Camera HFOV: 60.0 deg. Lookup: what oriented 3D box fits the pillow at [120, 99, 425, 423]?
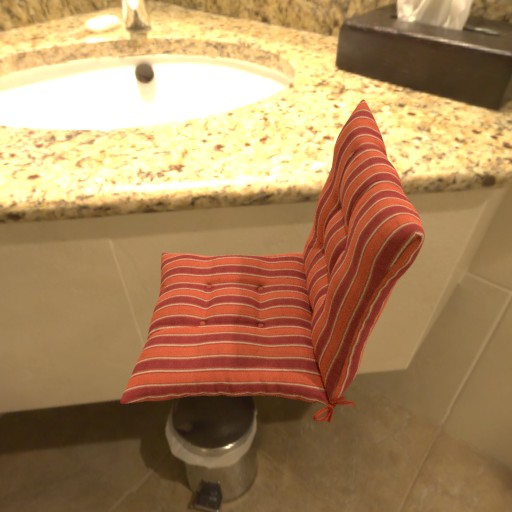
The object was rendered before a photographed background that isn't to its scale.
[{"bbox_3d":[0.000,0.000,1.009,0.585,0.536,0.541,1,42,1],"label":"pillow"}]
